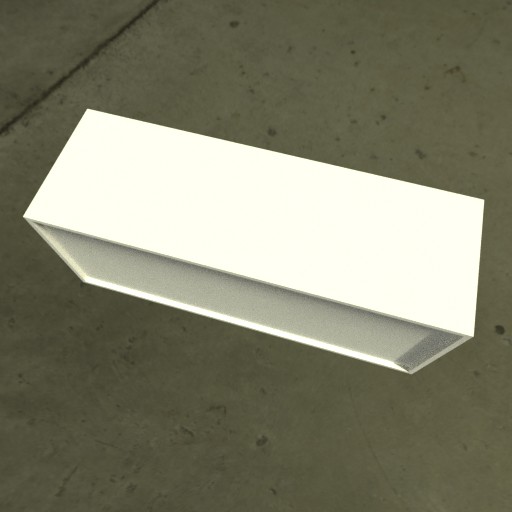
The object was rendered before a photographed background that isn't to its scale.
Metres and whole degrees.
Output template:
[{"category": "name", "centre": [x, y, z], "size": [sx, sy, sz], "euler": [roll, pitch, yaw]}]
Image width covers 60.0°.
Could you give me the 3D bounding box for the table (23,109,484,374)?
[{"category": "table", "centre": [0.000, 0.000, 1.867], "size": [1.500, 0.769, 0.508], "euler": [15, 65, 7]}]
